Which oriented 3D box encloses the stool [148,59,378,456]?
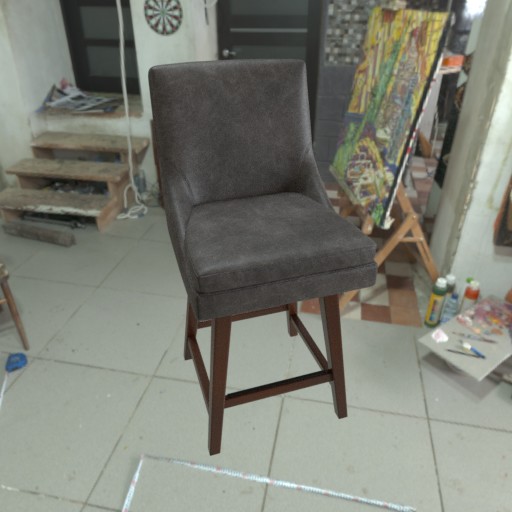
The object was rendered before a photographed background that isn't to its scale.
[{"bbox_3d":[0.000,0.000,1.360,0.492,1.046,0.587,-9,32,-15],"label":"stool"}]
